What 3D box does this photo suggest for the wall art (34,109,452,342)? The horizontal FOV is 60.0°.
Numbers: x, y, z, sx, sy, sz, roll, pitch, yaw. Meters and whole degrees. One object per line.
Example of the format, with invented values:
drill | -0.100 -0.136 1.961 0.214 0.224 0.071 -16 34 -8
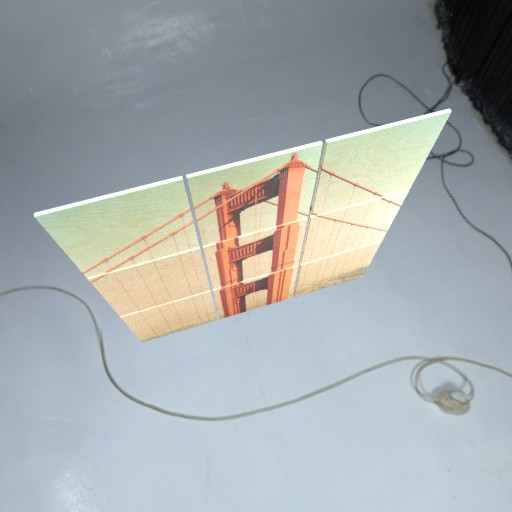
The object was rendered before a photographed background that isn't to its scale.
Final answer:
wall art | 0.000 0.000 1.783 1.214 1.219 0.013 -16 65 -8
